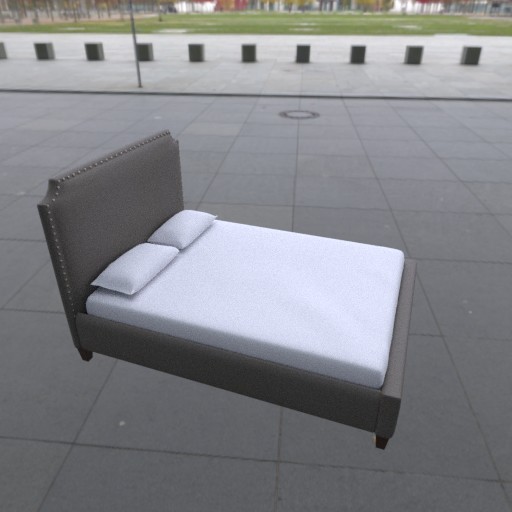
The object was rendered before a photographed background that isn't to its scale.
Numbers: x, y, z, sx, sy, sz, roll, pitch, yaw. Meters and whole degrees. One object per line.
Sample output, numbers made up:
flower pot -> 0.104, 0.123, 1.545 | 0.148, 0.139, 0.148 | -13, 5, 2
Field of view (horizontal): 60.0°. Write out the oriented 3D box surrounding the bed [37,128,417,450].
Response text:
bed -> 0.000, 0.000, 3.399 | 2.372, 1.443, 1.712 | 10, 31, 18
